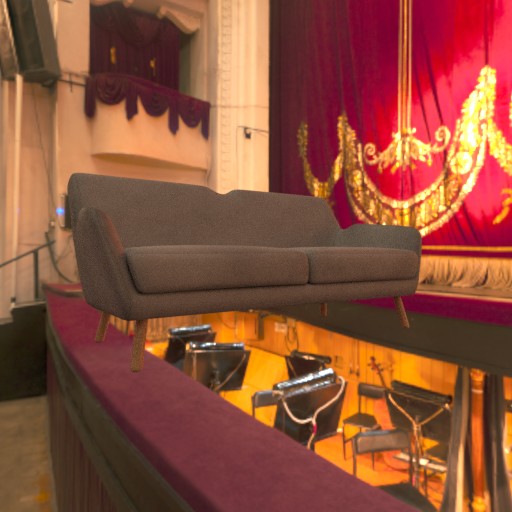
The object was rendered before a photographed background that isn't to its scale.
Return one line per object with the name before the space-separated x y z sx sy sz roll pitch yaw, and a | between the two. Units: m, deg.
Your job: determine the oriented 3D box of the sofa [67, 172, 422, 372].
sofa | 0.000 0.000 2.322 1.870 0.810 0.850 0 0 -36
